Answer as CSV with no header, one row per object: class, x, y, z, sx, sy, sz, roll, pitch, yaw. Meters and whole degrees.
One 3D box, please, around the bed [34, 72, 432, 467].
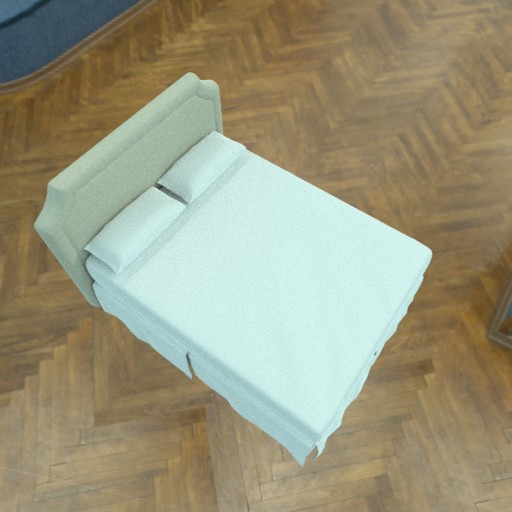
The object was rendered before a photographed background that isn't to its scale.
bed,0.000,0.000,3.064,2.116,1.290,1.693,32,64,18
